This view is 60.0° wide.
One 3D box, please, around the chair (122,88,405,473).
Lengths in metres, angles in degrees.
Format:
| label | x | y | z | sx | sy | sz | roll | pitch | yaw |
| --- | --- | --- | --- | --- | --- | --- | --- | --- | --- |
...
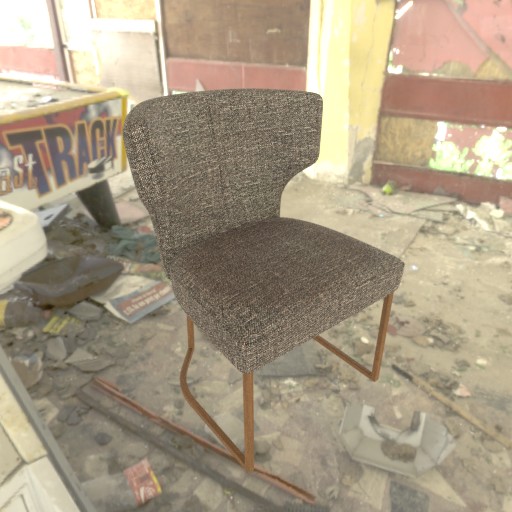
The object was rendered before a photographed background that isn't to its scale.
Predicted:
| label | x | y | z | sx | sy | sz | roll | pitch | yaw |
| --- | --- | --- | --- | --- | --- | --- | --- | --- | --- |
| chair | 0.000 | 0.000 | 1.255 | 0.611 | 0.824 | 0.617 | -21 | 36 | -33 |
